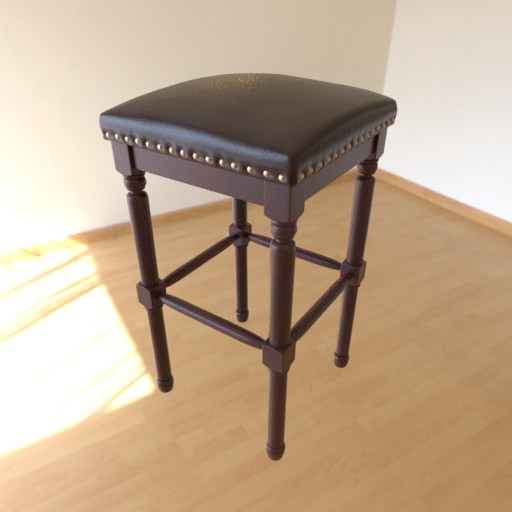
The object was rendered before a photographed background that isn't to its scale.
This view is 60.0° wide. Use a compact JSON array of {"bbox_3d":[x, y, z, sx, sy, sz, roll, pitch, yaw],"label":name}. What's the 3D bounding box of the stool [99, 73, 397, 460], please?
[{"bbox_3d":[0.000,0.000,0.931,0.382,0.702,0.383,20,37,29],"label":"stool"}]
